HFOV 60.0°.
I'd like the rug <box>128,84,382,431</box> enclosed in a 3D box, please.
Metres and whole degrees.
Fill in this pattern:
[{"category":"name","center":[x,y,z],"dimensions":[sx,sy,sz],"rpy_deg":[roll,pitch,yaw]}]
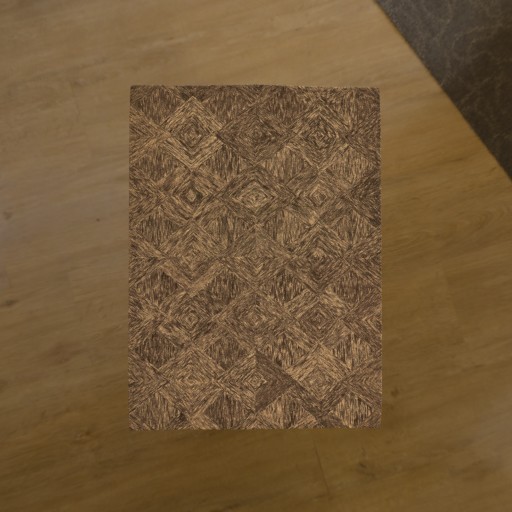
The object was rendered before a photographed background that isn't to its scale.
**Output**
[{"category":"rug","center":[0.000,0.000,5.258],"dimensions":[2.997,0.020,4.093],"rpy_deg":[0,89,-2]}]
